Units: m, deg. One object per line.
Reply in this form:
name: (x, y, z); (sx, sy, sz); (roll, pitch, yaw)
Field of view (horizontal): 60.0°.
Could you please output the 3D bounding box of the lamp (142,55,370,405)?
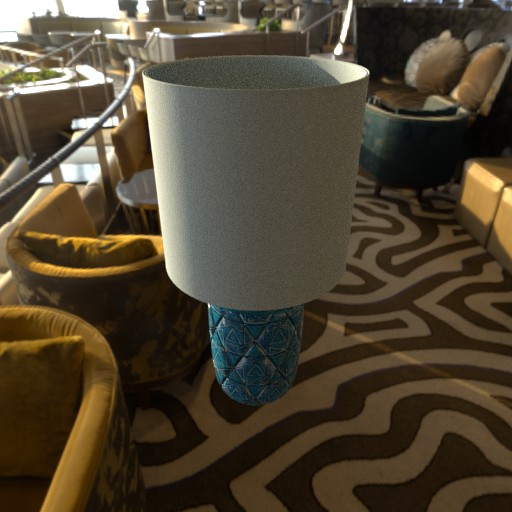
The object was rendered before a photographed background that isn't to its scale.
lamp: (0.000, 0.000, 0.480); (0.193, 0.377, 0.193); (0, 31, -1)
